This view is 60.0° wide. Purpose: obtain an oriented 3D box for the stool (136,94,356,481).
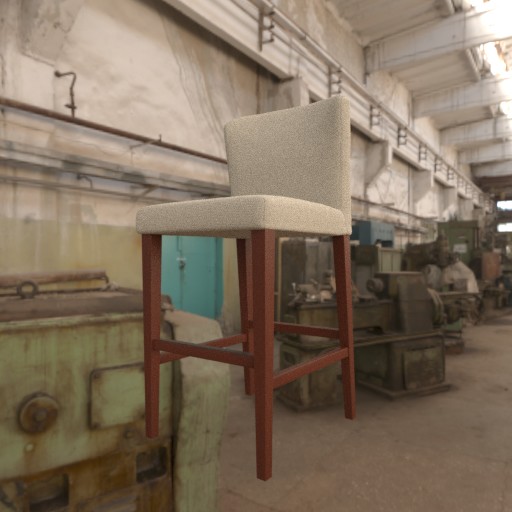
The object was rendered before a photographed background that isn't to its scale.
[{"bbox_3d":[0.000,0.000,1.384,0.481,1.069,0.568,0,0,36],"label":"stool"}]
